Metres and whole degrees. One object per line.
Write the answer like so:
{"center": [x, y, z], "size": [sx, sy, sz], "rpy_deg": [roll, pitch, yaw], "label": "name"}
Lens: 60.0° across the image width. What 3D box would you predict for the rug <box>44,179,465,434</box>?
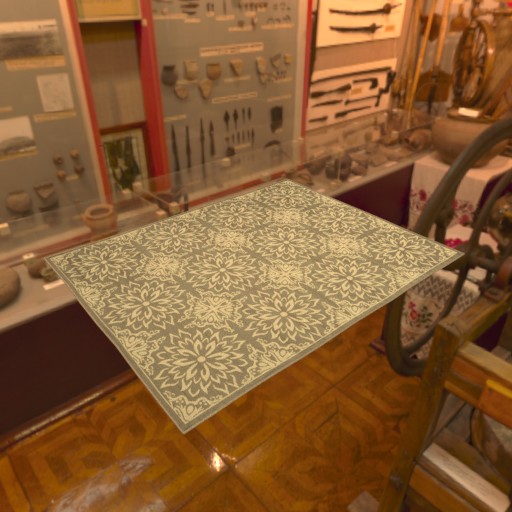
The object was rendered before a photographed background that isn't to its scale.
{"center": [0.000, 0.000, 3.996], "size": [2.980, 0.012, 2.363], "rpy_deg": [-23, 39, -33], "label": "rug"}
